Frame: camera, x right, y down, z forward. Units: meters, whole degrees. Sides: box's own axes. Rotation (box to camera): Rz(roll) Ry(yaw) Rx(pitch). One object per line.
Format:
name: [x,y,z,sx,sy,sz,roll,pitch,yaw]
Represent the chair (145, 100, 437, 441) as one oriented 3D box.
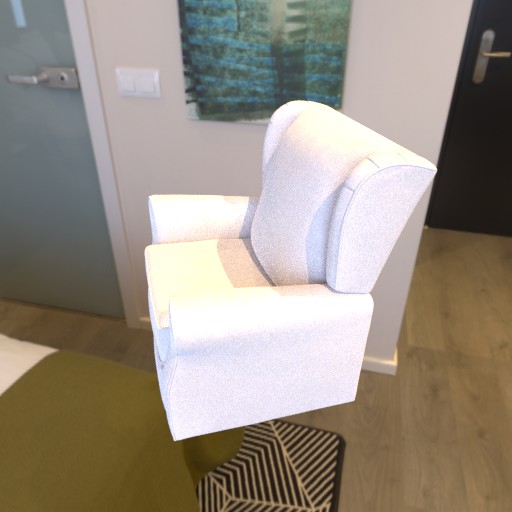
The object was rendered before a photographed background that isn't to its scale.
chair: [0.000,0.000,1.687,0.854,0.967,0.906,-8,32,-13]
